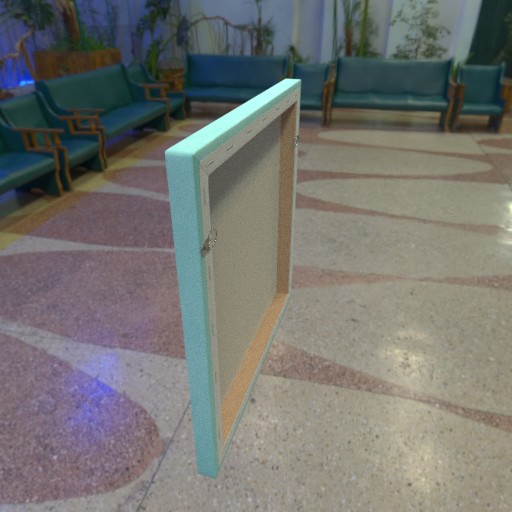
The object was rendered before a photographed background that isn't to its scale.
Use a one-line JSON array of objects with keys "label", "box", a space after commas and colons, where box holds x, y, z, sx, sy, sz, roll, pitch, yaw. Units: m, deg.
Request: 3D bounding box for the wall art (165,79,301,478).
[{"label": "wall art", "box": [0.000, 0.000, 1.157, 0.054, 0.766, 0.765, 8, 31, 15]}]
